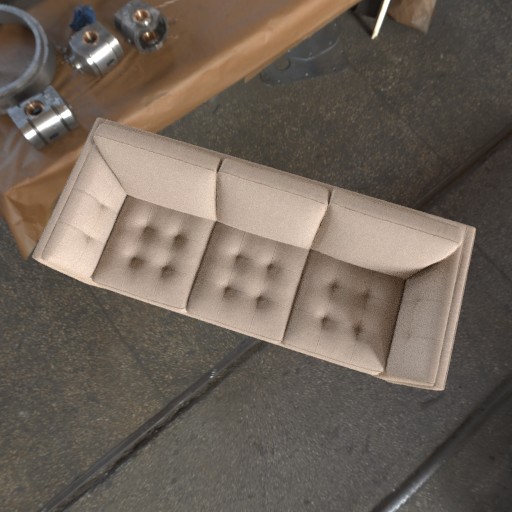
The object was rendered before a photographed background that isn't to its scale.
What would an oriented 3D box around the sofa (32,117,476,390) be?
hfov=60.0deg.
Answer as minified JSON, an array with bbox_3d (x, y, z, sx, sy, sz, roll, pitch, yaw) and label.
[{"bbox_3d":[0.000,0.000,2.832,2.388,0.940,0.965,17,76,4],"label":"sofa"}]
